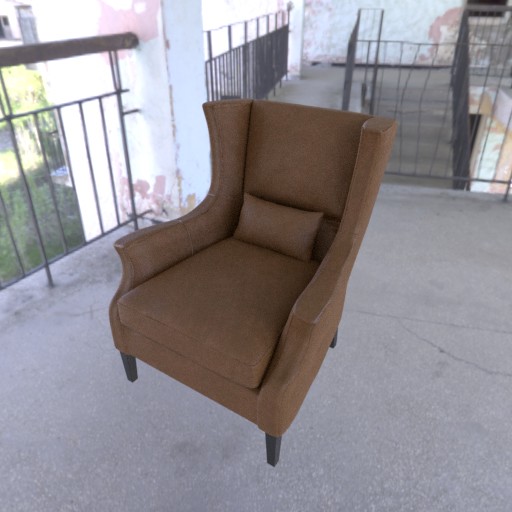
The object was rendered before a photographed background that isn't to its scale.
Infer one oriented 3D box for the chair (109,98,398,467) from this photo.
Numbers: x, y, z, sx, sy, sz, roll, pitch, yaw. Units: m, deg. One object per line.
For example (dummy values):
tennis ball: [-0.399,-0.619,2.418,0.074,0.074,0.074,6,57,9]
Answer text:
chair: [0.000,0.000,1.728,0.852,1.016,0.925,19,36,28]
